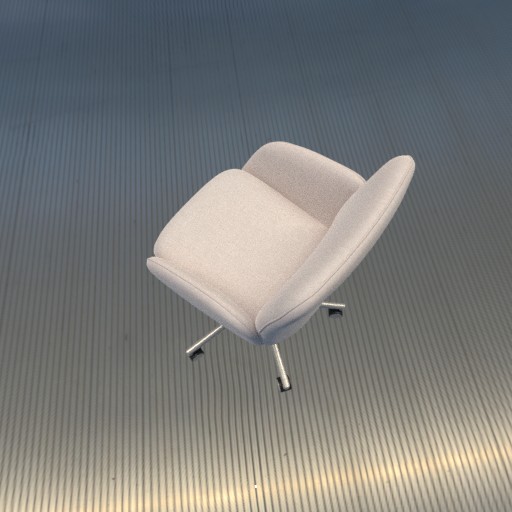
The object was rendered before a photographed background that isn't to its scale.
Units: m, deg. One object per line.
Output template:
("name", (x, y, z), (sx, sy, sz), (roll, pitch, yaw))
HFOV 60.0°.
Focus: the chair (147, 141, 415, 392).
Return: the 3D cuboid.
("chair", (0.000, 0.000, 1.402), (0.633, 0.959, 0.648), (34, 67, 16))
